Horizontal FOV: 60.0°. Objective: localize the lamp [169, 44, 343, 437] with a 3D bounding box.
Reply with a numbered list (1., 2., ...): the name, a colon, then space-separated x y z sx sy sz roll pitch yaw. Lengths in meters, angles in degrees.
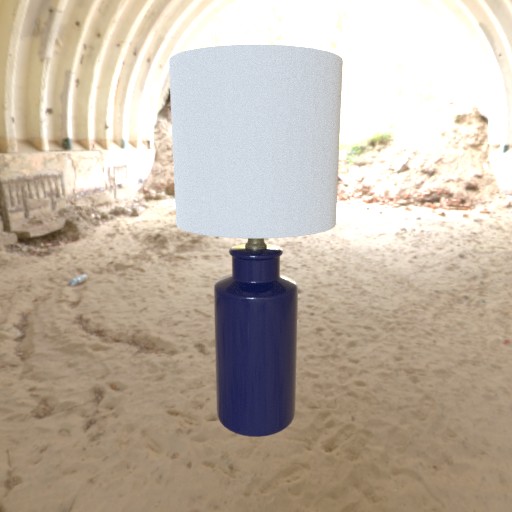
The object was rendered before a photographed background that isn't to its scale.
1. lamp: 0.000 0.000 0.608 0.212 0.493 0.212 -7 16 -26
